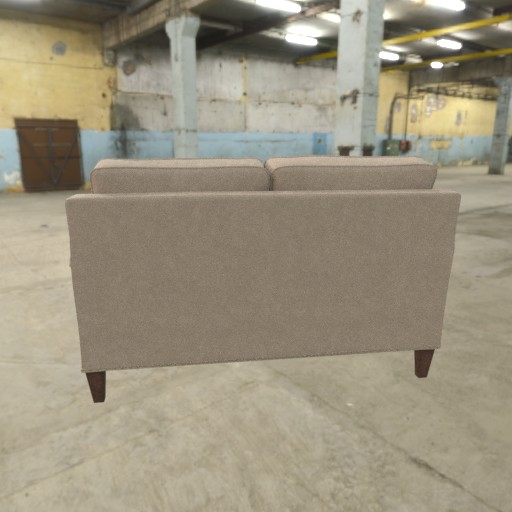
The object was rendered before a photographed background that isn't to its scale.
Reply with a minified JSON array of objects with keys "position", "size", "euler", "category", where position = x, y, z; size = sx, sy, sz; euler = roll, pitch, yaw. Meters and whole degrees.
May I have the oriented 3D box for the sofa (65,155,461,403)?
[{"position":[0.000,0.000,2.238],"size":[1.597,1.002,1.084],"euler":[-2,14,-8],"category":"sofa"}]
